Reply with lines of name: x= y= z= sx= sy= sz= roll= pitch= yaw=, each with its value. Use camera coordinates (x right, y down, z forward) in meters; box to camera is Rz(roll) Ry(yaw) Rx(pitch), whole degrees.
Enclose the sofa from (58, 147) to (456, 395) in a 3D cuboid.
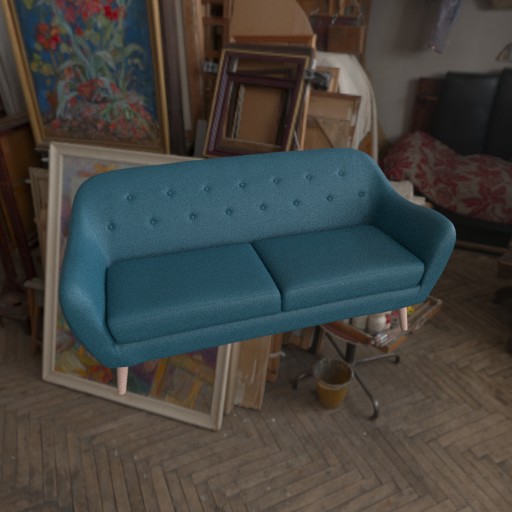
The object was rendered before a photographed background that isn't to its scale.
sofa: x=0.000 y=0.000 z=2.318 sx=1.840 sy=0.836 sz=0.820 roll=-9 pitch=32 yaw=-15
